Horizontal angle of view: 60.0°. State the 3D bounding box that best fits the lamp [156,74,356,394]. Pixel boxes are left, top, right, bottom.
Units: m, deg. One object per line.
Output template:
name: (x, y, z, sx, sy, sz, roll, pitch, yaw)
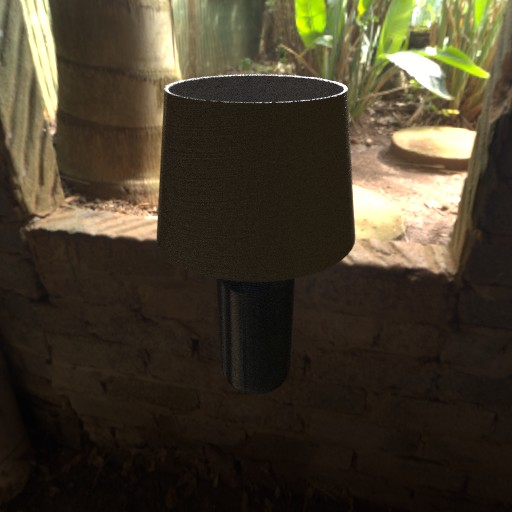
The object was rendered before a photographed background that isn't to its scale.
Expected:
lamp: (0.000, 0.000, 0.593, 0.253, 0.428, 0.253, 0, 29, 0)
